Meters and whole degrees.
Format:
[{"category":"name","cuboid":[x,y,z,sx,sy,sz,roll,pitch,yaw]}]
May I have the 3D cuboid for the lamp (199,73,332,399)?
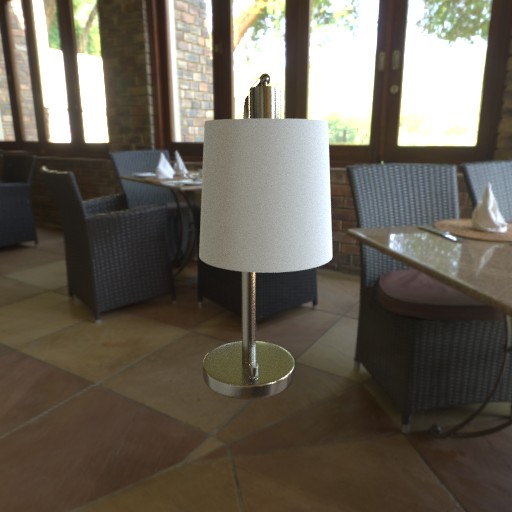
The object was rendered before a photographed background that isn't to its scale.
[{"category":"lamp","cuboid":[0.000,0.000,0.659,0.171,0.489,0.333,-2,15,-9]}]
